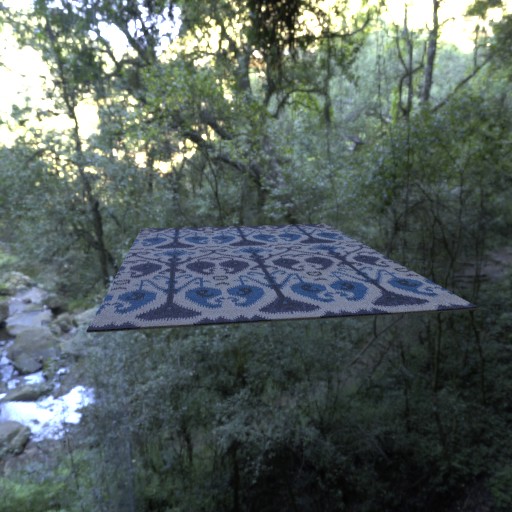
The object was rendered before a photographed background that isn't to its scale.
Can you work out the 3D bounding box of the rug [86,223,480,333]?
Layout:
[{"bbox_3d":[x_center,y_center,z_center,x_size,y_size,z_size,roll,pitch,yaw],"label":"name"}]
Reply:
[{"bbox_3d":[0.000,0.000,4.221,2.443,0.024,3.228,-2,14,-9],"label":"rug"}]
